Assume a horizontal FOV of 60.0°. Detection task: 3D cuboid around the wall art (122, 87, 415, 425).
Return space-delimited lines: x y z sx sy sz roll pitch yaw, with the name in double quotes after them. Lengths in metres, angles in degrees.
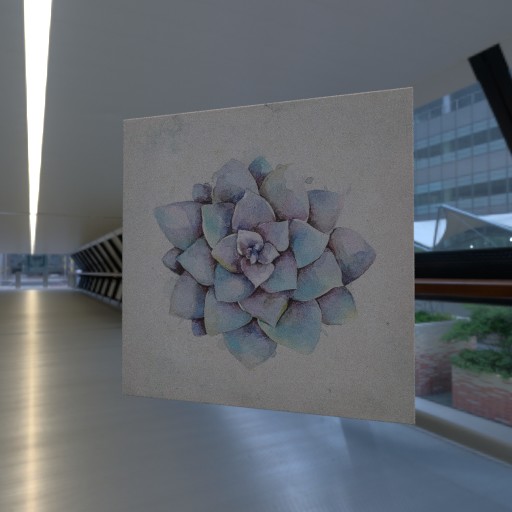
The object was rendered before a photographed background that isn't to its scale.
0.000 0.000 0.912 0.612 0.612 0.040 0 -1 18 "wall art"
